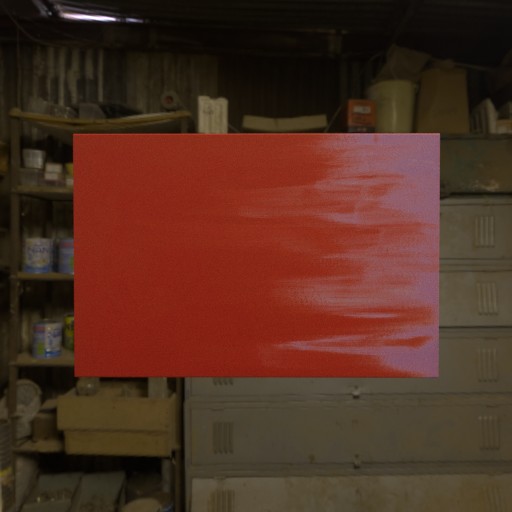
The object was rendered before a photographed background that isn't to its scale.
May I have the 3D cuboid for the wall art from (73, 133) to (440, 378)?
[{"bbox_3d":[0.000,0.000,0.752,0.607,0.405,0.033,0,1,0],"label":"wall art"}]
